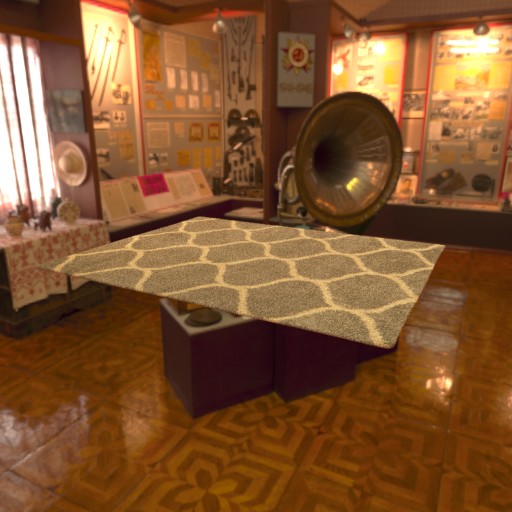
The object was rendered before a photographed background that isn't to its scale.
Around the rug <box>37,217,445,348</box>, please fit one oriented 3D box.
[{"bbox_3d":[0.000,0.000,4.101,3.000,0.026,2.399,9,19,27],"label":"rug"}]
